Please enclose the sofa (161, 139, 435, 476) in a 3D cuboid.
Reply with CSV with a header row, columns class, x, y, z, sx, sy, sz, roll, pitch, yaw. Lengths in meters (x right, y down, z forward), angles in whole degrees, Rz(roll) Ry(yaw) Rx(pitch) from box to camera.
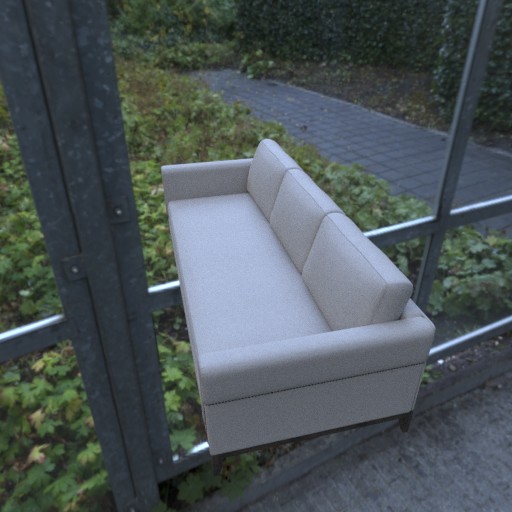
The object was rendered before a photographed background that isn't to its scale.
class,x,y,z,sx,sy,sz,roll,pitch,yaw
sofa,0.000,0.000,2.703,0.959,0.838,2.210,-7,32,-12
